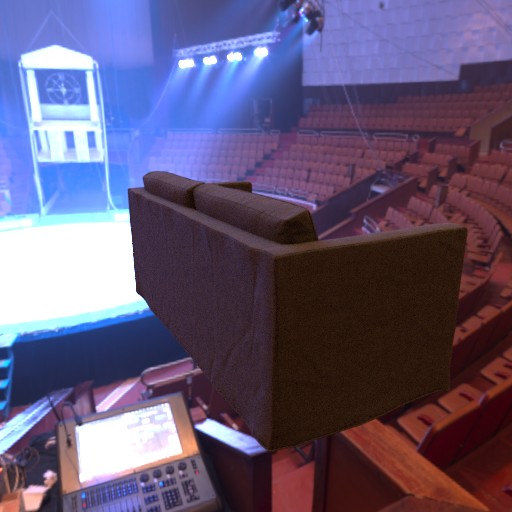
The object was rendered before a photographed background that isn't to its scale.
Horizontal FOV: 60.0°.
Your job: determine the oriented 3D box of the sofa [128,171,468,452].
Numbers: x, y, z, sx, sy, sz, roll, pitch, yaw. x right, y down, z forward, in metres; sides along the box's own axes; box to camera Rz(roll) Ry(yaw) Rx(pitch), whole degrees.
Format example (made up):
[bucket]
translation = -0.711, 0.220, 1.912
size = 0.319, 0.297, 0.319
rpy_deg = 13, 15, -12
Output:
[sofa]
translation = 0.000, 0.000, 2.465
size = 0.953, 0.855, 1.982
rpy_deg = -8, 18, -27
